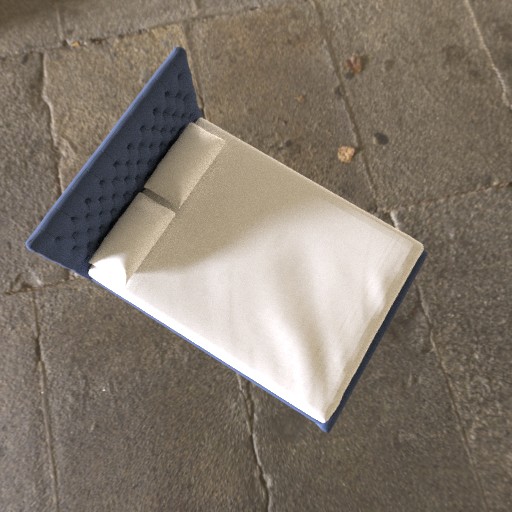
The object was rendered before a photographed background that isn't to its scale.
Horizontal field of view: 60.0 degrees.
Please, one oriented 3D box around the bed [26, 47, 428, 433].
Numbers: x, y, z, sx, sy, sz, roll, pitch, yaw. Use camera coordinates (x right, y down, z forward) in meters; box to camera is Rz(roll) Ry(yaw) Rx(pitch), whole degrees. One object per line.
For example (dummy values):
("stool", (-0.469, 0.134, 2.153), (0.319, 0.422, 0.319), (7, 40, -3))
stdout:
("bed", (0.000, 0.000, 3.440), (2.387, 1.427, 1.706), (31, 79, 7))
